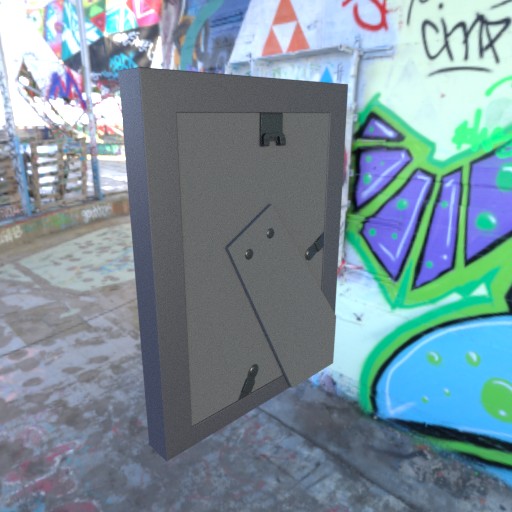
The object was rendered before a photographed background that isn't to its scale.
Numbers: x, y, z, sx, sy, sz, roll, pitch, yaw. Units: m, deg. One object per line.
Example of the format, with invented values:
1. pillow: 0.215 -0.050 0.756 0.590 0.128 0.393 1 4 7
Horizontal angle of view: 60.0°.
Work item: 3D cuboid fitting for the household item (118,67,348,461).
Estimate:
1. household item: 0.000 0.000 0.237 0.133 0.178 0.022 -16 23 -42
